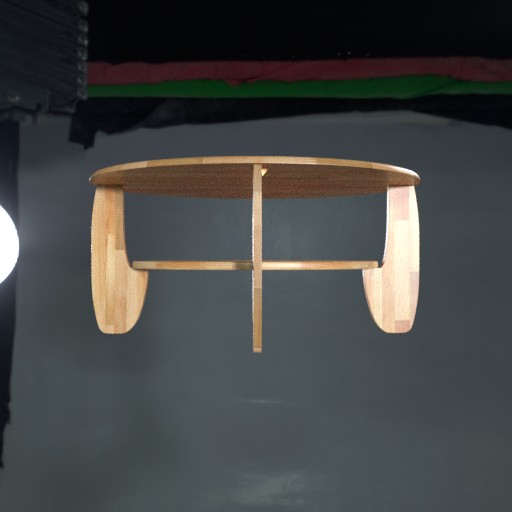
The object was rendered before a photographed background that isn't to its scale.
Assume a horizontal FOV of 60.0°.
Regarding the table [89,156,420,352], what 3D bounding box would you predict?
[{"bbox_3d":[0.000,0.000,1.415,1.040,0.490,0.690,0,0,-1],"label":"table"}]
